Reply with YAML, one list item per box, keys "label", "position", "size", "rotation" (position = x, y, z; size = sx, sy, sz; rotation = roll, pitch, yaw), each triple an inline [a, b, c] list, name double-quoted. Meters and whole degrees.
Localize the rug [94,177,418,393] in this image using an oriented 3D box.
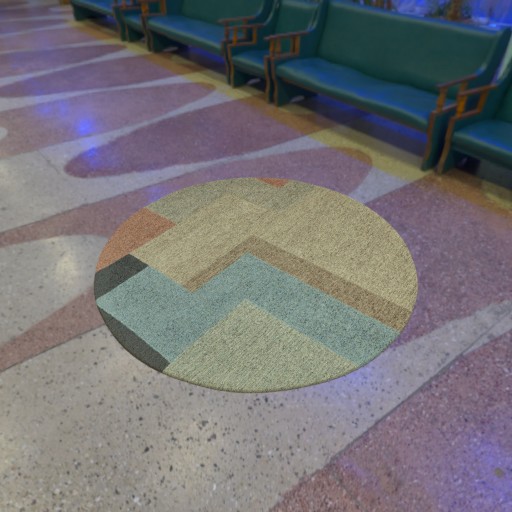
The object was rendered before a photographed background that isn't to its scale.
- label: "rug"
  position: [0.000, 0.000, 3.495]
  size: [2.461, 0.033, 2.461]
  rotation: [0, 39, 0]
